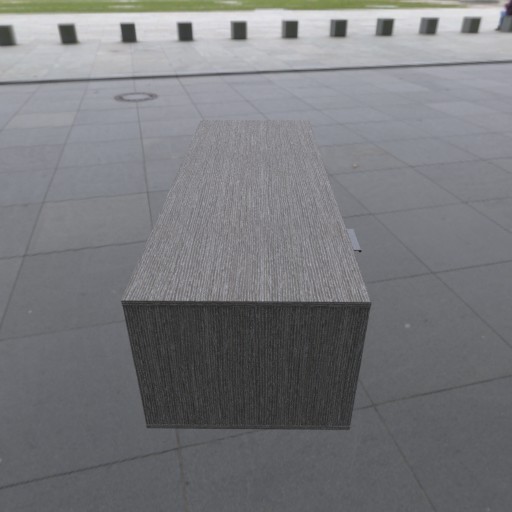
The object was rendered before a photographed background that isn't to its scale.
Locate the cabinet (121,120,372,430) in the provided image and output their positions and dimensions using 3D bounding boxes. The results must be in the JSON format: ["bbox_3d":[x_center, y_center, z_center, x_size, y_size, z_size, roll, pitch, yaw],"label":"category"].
[{"bbox_3d":[0.000,0.000,1.551,0.500,0.599,1.300,0,32,1],"label":"cabinet"}]
